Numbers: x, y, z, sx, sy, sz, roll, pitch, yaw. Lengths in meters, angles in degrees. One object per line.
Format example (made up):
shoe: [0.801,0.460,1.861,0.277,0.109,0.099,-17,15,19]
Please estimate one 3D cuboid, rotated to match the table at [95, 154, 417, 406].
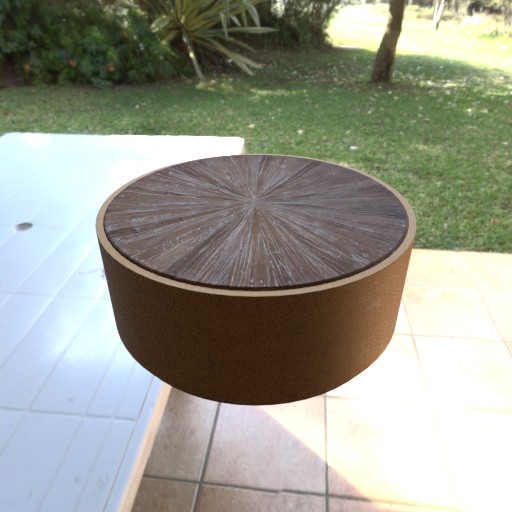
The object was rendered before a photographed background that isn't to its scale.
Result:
table: [0.000,0.000,1.549,1.001,0.409,1.001,0,32,0]
